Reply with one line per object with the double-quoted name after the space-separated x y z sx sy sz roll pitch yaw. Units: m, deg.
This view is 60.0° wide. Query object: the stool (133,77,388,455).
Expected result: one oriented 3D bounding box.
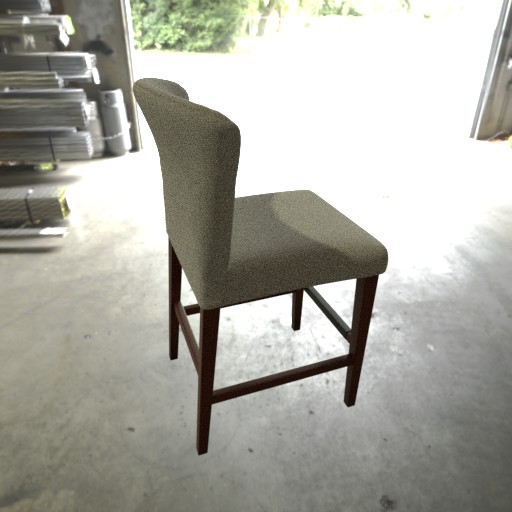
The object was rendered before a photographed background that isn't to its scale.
0.000 0.000 1.277 0.568 0.969 0.481 -10 31 -18 "stool"
